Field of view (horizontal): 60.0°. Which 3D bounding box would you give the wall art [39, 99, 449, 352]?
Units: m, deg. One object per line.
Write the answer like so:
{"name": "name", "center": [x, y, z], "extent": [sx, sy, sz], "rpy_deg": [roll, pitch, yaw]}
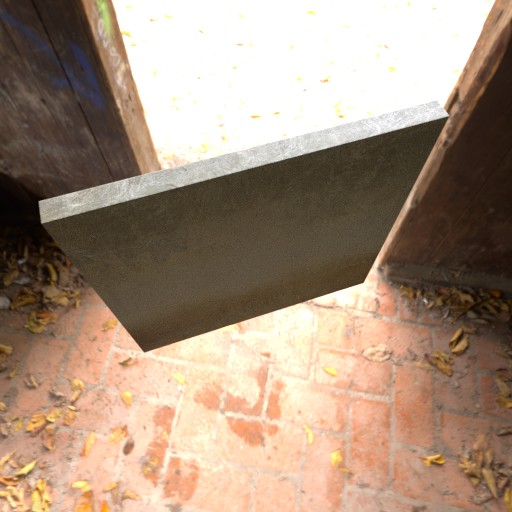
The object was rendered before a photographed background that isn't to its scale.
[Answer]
{"name": "wall art", "center": [0.000, 0.000, 0.907], "extent": [0.610, 0.610, 0.038], "rpy_deg": [-16, 63, -9]}
